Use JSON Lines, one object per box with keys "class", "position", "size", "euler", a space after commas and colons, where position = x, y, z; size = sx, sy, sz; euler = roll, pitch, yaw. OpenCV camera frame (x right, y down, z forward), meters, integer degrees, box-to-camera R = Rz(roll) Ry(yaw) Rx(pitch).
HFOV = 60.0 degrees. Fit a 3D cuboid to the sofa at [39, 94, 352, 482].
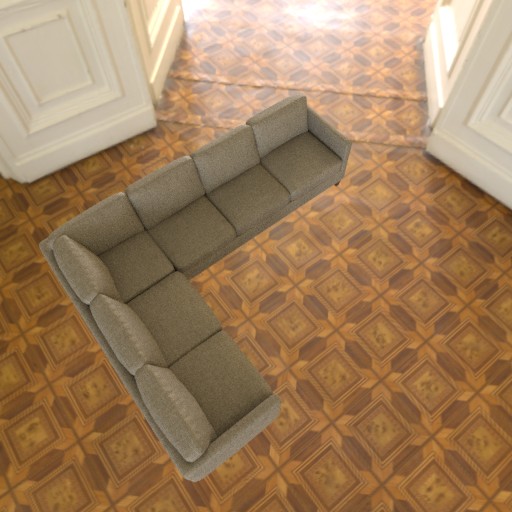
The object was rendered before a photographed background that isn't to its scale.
{"class": "sofa", "position": [0.000, 0.000, 4.402], "size": [3.302, 0.947, 2.593], "euler": [-34, 66, -18]}
